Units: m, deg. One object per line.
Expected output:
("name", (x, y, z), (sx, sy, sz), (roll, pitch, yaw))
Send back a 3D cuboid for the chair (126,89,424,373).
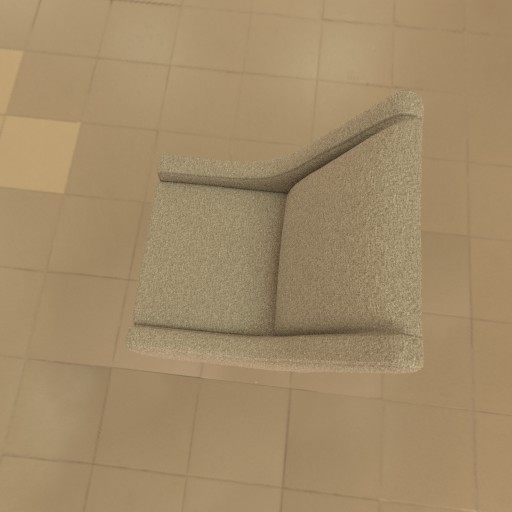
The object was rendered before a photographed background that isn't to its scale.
("chair", (0.000, 0.000, 1.598), (0.870, 1.016, 0.774), (6, 74, 2))
